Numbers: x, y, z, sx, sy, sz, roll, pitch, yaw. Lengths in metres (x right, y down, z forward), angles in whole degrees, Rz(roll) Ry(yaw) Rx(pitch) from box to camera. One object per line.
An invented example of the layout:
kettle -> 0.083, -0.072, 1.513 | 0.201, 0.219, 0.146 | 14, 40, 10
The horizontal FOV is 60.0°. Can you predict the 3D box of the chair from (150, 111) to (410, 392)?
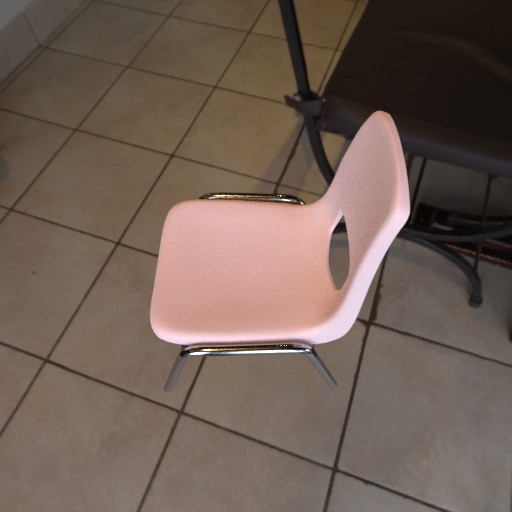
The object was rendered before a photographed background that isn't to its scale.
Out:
chair -> 0.000, 0.000, 0.805 | 0.385, 0.536, 0.354 | 1, 58, 0
